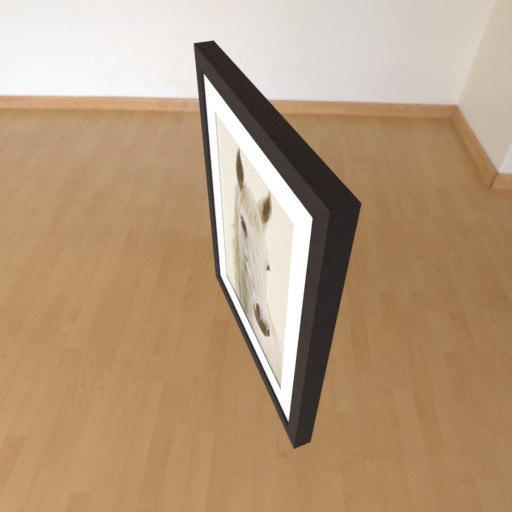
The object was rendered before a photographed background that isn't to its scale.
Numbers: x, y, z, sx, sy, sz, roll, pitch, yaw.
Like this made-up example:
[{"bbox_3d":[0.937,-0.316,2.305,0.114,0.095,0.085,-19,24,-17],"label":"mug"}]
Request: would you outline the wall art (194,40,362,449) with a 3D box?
[{"bbox_3d":[0.000,0.000,0.759,0.034,0.552,0.455,-16,47,-15],"label":"wall art"}]
